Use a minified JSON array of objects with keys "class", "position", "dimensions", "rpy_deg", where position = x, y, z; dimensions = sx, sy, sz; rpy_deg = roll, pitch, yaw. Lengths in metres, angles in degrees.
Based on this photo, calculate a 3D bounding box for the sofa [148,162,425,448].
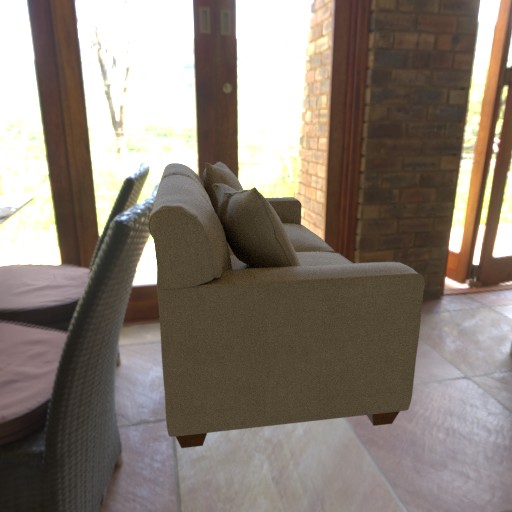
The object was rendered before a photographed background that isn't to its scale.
[{"class":"sofa","position":[0.000,0.000,2.424],"dimensions":[0.998,0.958,1.846],"rpy_deg":[-3,16,-9]}]
